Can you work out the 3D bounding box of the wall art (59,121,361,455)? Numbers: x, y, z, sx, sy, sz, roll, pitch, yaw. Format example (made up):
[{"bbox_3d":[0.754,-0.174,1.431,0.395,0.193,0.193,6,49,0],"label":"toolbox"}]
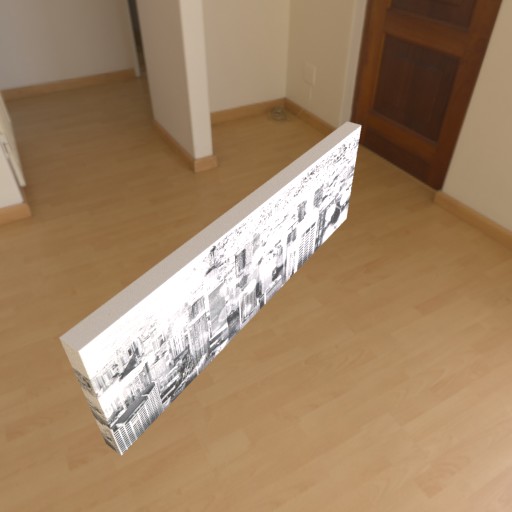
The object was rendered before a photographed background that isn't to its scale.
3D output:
[{"bbox_3d":[0.000,0.000,0.840,0.038,0.255,0.763,24,46,26],"label":"wall art"}]
